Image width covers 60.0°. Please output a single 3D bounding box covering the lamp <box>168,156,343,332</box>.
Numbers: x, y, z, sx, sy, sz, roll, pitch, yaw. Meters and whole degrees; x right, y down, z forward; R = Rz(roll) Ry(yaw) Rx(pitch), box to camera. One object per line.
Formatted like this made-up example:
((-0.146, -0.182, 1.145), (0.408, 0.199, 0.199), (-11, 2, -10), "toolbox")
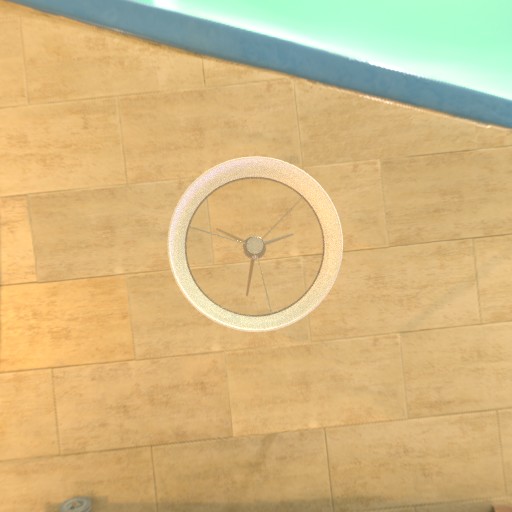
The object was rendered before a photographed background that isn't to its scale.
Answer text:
((0.000, 0.000, 1.800), (0.448, 1.545, 0.458), (0, 90, 0), "lamp")
